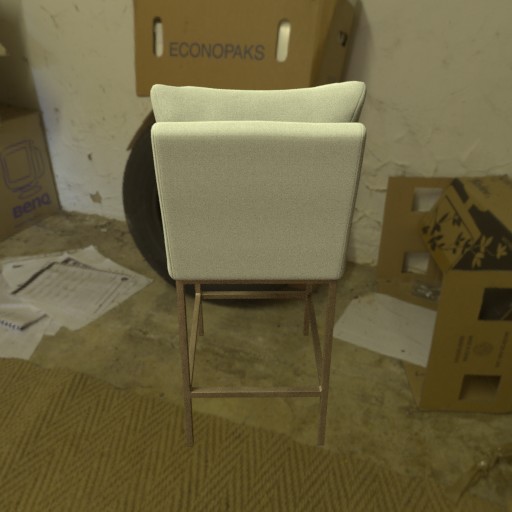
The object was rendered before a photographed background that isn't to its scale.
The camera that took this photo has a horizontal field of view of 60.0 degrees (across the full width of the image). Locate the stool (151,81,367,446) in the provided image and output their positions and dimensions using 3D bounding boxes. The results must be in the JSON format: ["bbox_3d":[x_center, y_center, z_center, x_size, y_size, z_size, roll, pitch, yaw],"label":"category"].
[{"bbox_3d":[0.000,0.000,1.325,0.463,1.032,0.572,-1,30,-1],"label":"stool"}]
